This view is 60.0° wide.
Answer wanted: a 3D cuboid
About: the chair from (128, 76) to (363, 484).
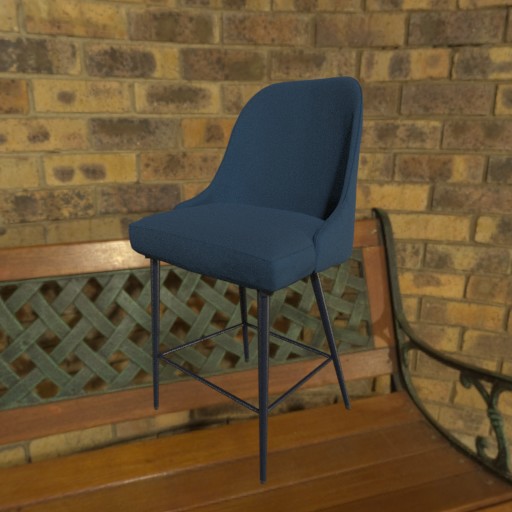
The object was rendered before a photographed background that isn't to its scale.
[{"bbox_3d":[0.000,0.000,1.196,0.526,0.927,0.489,14,21,41],"label":"chair"}]
